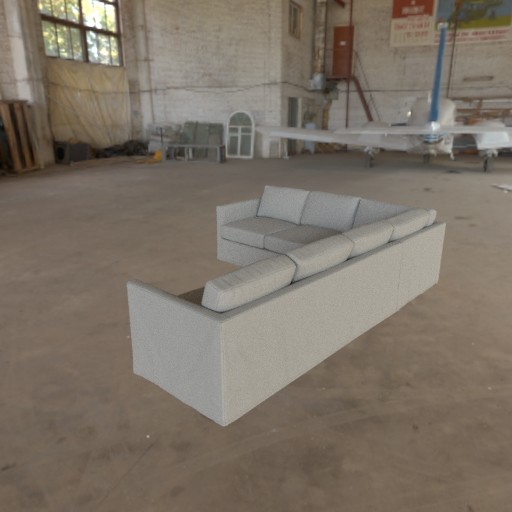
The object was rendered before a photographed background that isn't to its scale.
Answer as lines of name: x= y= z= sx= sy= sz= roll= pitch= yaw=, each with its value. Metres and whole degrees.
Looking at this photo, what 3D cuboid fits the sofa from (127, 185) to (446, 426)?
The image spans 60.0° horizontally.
sofa: x=0.000 y=0.000 z=4.295 sx=2.432 sy=0.871 sz=3.182 roll=15 pitch=23 yaw=40
